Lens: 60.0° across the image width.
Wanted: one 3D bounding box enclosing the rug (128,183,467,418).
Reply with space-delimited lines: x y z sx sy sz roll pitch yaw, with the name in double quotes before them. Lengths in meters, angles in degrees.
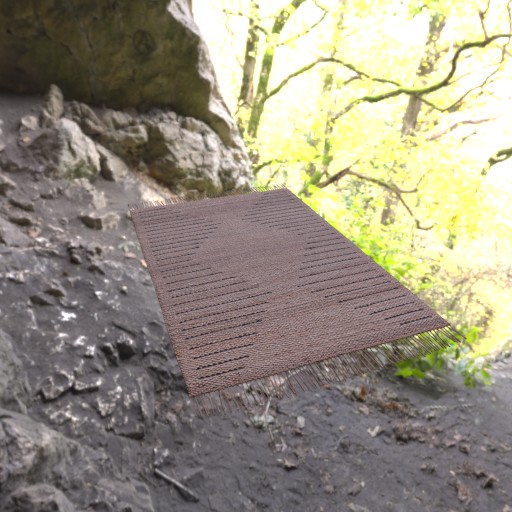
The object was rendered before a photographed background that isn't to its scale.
"rug" 0.000 0.000 2.578 1.224 0.027 2.085 -11 32 -18
